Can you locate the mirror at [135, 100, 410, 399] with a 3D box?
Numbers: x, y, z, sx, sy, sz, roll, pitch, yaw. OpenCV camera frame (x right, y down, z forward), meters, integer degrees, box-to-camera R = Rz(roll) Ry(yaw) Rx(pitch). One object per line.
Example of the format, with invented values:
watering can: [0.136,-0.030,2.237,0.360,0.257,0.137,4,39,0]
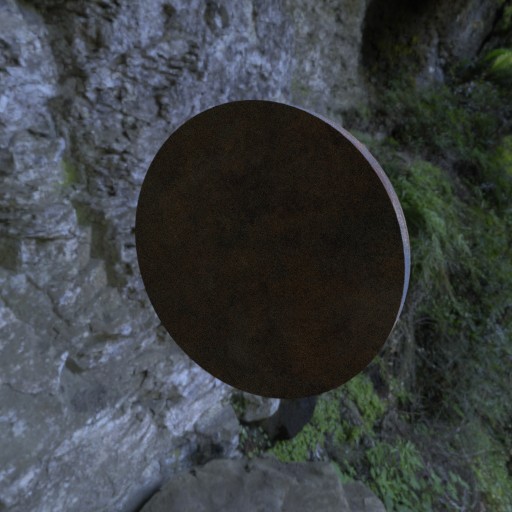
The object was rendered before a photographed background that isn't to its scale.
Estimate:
mirror: [0.000,0.000,0.884,0.585,0.585,0.061,8,17,28]
